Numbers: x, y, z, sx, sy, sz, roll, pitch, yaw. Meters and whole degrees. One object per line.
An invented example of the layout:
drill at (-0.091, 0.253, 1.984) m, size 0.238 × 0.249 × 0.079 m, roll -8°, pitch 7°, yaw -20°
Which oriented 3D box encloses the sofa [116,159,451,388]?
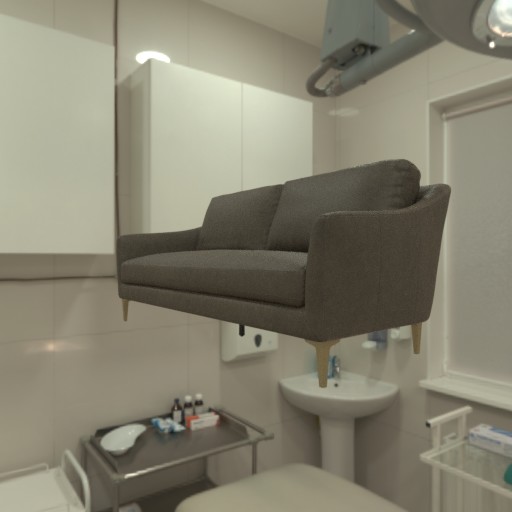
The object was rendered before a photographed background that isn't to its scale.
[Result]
sofa at (0.000, 0.000, 2.542) m, size 0.960 × 0.902 × 2.036 m, roll 0°, pitch 0°, yaw -36°
